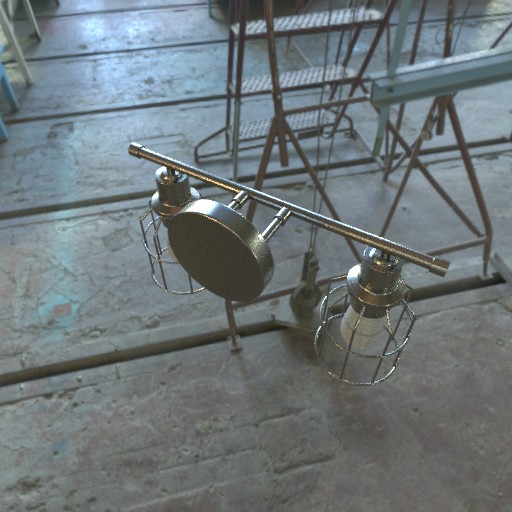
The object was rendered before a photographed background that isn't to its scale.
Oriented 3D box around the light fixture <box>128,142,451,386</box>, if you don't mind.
[{"bbox_3d":[0.000,0.000,0.541,0.406,0.254,0.165,24,51,21],"label":"light fixture"}]
